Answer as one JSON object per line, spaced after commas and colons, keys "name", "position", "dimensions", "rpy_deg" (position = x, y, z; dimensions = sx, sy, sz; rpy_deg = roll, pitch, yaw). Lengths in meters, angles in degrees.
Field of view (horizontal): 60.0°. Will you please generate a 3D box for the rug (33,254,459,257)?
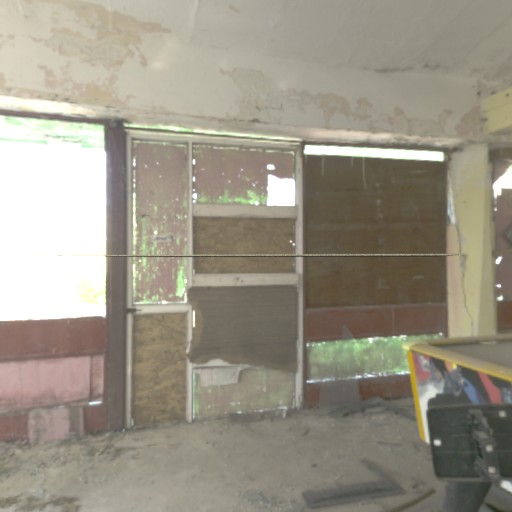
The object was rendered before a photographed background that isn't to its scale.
{"name": "rug", "position": [0.000, 0.000, 3.080], "dimensions": [2.433, 0.007, 1.507], "rpy_deg": [0, 0, 19]}
